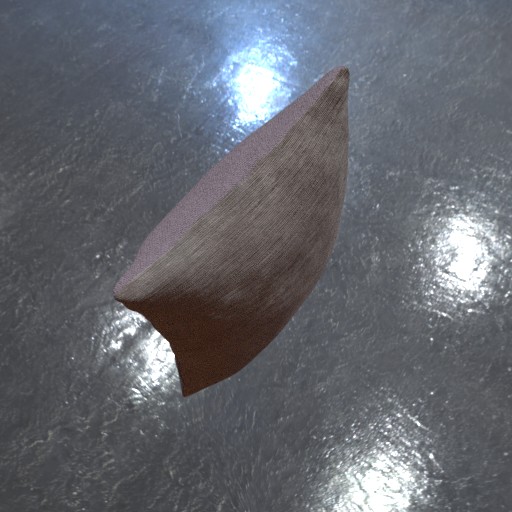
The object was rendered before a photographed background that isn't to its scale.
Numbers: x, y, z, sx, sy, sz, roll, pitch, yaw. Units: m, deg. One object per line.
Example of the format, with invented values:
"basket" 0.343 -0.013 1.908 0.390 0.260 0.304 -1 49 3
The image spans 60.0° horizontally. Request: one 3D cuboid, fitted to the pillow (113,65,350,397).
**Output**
"pillow" 0.000 0.000 0.708 0.204 0.439 0.452 32 64 18
